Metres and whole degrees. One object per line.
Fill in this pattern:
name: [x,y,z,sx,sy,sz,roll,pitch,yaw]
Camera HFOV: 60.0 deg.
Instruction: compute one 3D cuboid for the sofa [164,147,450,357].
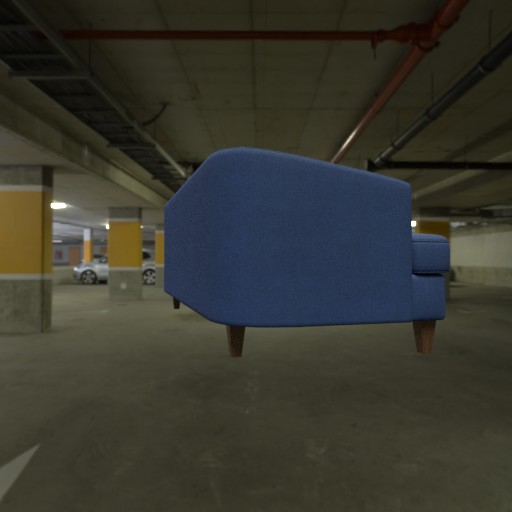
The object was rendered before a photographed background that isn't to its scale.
sofa: [0.000,0.000,2.654,0.914,0.787,2.235,0,-1,-18]
